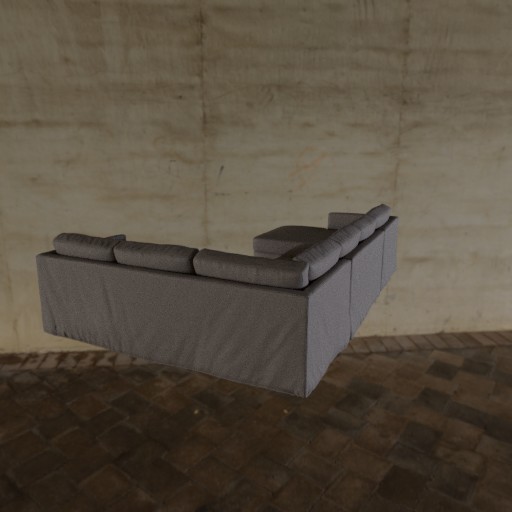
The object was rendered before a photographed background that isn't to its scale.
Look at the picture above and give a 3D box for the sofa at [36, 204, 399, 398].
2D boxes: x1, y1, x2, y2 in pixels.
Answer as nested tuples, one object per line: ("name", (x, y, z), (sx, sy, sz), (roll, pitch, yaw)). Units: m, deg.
("sofa", (0.000, 0.000, 4.743), (2.476, 0.878, 3.528), (7, 15, 25))
